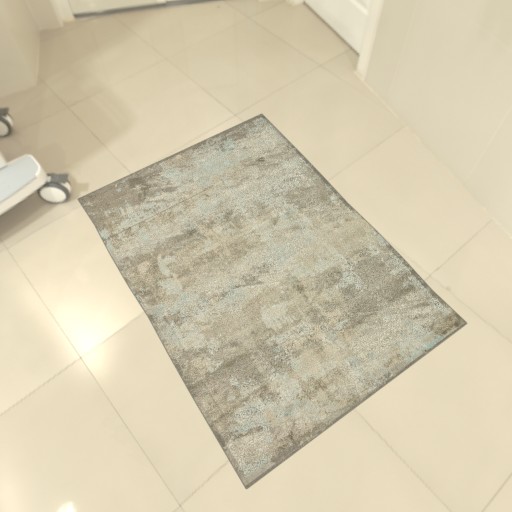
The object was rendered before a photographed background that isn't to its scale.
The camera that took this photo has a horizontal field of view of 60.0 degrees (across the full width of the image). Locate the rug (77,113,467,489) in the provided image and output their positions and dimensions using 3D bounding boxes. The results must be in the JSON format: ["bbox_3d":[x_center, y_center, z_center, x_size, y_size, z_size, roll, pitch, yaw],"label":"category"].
[{"bbox_3d":[0.000,0.000,4.361,2.393,0.013,3.307,-30,63,-17],"label":"rug"}]
